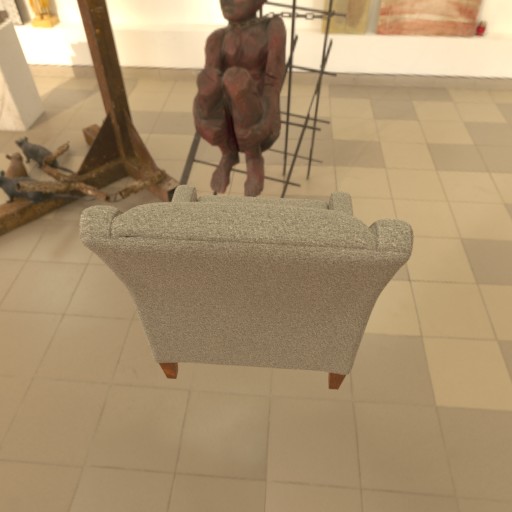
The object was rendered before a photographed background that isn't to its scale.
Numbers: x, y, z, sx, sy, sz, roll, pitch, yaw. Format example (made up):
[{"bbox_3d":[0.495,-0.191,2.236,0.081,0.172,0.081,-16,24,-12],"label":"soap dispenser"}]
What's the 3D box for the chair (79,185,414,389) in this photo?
[{"bbox_3d":[0.000,0.000,1.612,0.774,1.016,0.870,3,46,3],"label":"chair"}]
